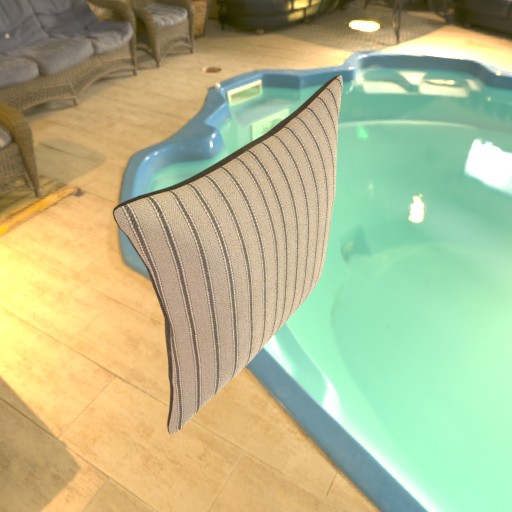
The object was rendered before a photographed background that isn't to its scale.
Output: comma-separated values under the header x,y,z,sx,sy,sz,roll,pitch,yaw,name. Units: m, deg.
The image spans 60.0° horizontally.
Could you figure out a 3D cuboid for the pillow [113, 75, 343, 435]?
x,y,z,sx,sy,sz,roll,pitch,yaw,name
0.000,0.000,0.711,0.138,0.444,0.468,26,47,27,pillow
